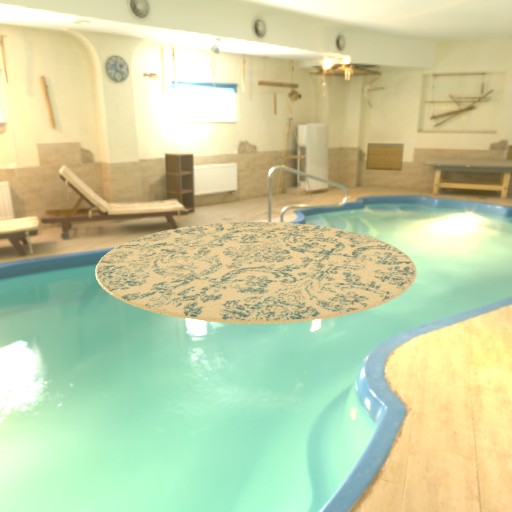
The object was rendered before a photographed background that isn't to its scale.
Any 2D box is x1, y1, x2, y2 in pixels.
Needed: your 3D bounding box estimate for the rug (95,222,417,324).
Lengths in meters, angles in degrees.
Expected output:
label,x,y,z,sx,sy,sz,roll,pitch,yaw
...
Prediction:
label,x,y,z,sx,sy,sz,roll,pitch,yaw
rug,0.000,0.000,2.325,1.593,0.012,1.593,0,17,0
